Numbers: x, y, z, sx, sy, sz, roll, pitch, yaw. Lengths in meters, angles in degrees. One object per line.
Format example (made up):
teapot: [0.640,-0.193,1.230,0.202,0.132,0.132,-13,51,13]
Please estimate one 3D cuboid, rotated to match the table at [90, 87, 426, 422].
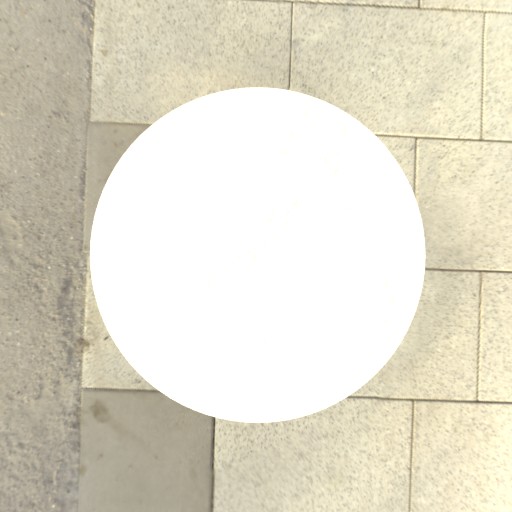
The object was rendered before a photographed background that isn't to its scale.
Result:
table: [0.000,0.000,0.940,0.500,0.564,0.500,0,89,-1]
